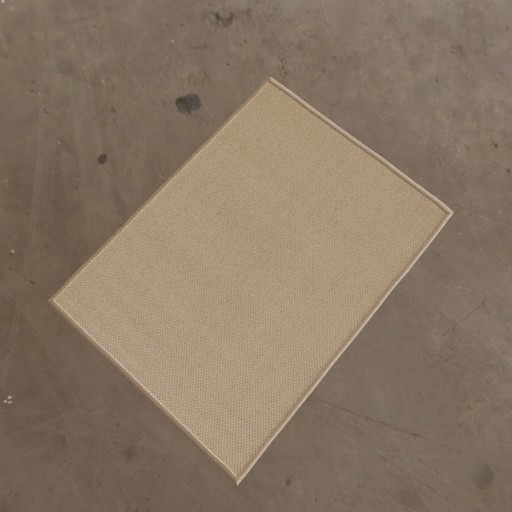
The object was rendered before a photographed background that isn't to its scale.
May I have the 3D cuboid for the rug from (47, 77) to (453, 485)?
[{"bbox_3d":[0.000,0.000,2.718,1.525,0.020,2.081,40,79,10],"label":"rug"}]
